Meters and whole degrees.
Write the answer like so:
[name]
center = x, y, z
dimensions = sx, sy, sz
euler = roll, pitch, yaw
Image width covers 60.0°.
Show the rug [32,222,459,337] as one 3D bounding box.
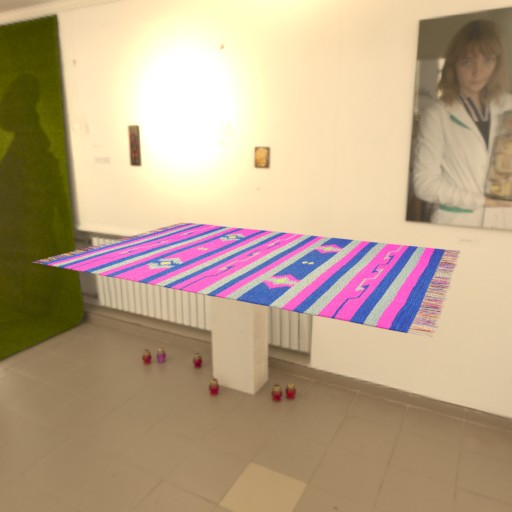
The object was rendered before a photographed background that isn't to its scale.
[rug]
center = 0.000, 0.000, 2.869
dimensions = 2.350, 0.013, 1.539
euler = 8, 17, 27
